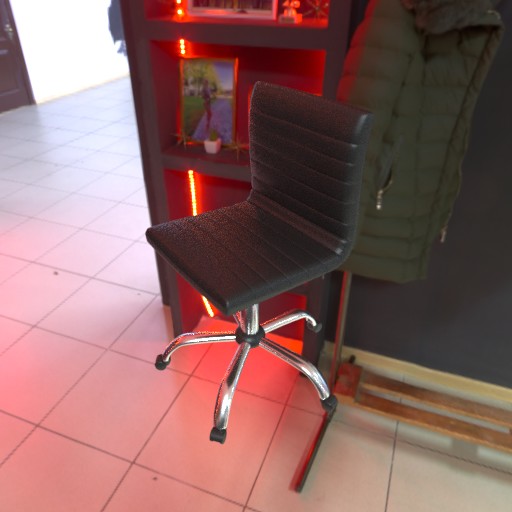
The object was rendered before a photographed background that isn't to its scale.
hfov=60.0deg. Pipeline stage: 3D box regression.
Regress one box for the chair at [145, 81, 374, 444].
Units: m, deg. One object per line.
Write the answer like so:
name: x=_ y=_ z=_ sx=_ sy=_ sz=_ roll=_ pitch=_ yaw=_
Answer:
chair: x=0.000 y=0.000 z=1.159 sx=0.530 sy=0.780 sz=0.556 roll=-22 pitch=39 yaw=-30
